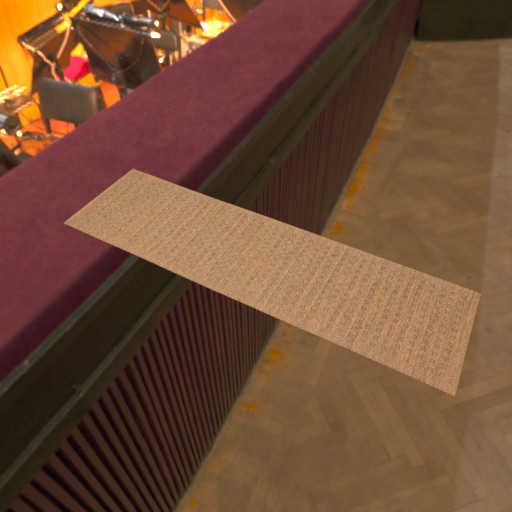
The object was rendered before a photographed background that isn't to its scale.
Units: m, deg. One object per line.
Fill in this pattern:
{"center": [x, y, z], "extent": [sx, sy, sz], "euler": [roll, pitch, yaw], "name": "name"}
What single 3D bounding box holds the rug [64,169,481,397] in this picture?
{"center": [0.000, 0.000, 2.628], "extent": [2.437, 0.005, 0.688], "euler": [22, 50, 20], "name": "rug"}
